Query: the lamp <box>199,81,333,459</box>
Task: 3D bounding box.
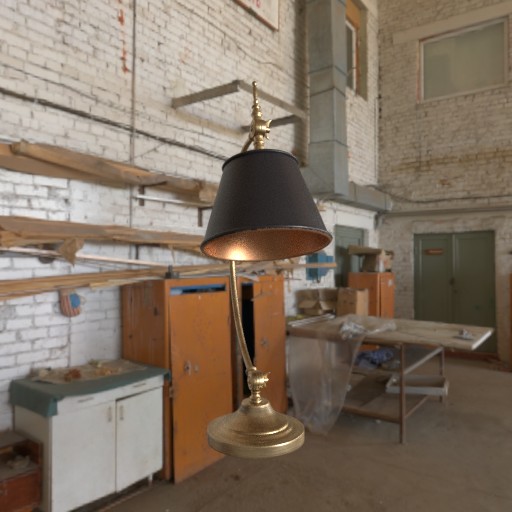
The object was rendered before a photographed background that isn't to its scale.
[{"bbox_3d":[0.000,0.000,0.841,0.235,0.675,0.344,0,-1,-18],"label":"lamp"}]
